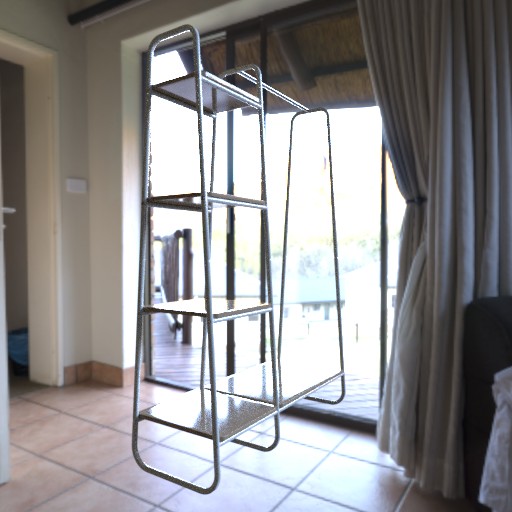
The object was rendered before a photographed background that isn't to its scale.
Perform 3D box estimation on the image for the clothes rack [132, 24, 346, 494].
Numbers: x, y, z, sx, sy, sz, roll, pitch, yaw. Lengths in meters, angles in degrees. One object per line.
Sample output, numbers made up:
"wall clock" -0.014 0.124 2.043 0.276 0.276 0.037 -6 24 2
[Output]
"clothes rack" 0.000 0.000 1.880 0.400 1.500 1.011 0 1 34
